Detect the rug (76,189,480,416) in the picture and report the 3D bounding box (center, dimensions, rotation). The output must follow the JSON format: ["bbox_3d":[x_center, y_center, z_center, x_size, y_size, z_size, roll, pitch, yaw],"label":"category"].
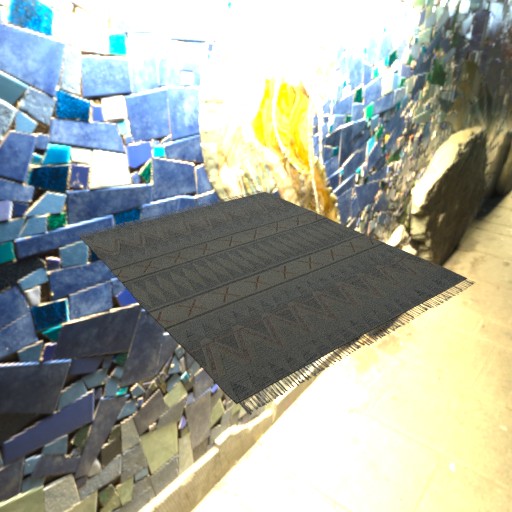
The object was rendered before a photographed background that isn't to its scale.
[{"bbox_3d":[0.000,0.000,4.063,2.371,0.012,3.000,-19,32,-32],"label":"rug"}]
